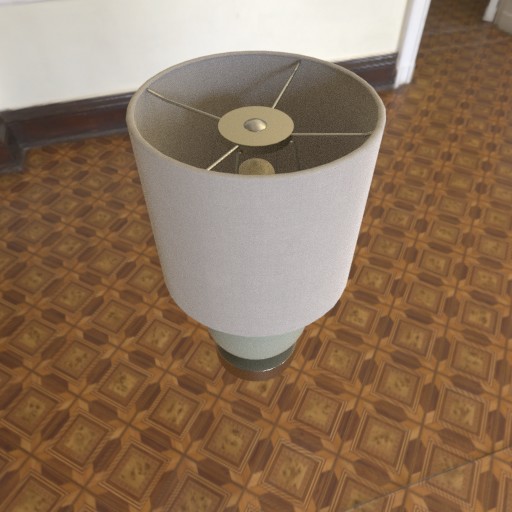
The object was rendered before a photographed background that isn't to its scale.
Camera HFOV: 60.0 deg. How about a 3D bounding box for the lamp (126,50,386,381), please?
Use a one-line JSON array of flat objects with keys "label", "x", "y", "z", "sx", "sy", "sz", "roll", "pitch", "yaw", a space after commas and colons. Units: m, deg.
[{"label": "lamp", "x": 0.000, "y": 0.000, "z": 0.476, "sx": 0.201, "sy": 0.353, "sz": 0.201, "roll": -4, "pitch": 47, "yaw": -4}]
